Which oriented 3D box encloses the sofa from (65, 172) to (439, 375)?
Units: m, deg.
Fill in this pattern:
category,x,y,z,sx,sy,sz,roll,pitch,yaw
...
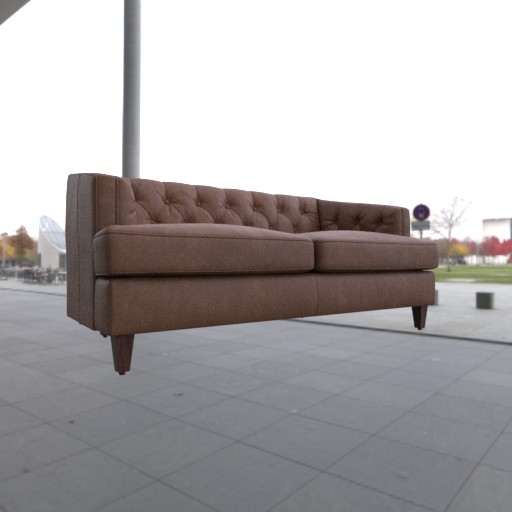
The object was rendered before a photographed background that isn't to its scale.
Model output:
category,x,y,z,sx,sy,sz,roll,pitch,yaw
sofa,0.000,0.000,2.215,1.755,0.786,0.914,0,-1,-35
